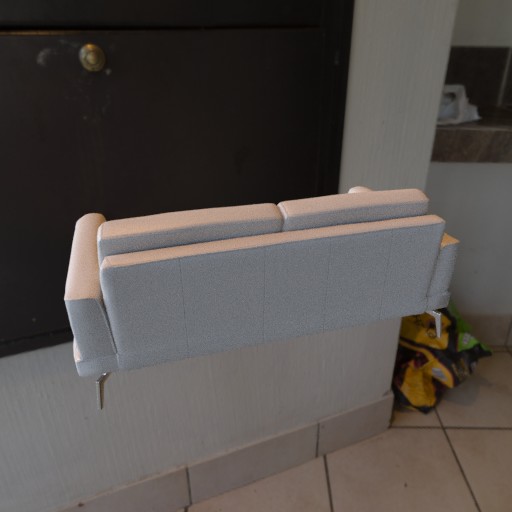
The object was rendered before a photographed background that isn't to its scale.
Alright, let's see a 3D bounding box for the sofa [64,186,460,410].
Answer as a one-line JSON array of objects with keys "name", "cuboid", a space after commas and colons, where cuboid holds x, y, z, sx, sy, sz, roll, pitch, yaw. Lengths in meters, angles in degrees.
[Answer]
[{"name": "sofa", "cuboid": [0.000, 0.000, 2.755, 2.177, 0.930, 1.121, -8, 28, -15]}]
